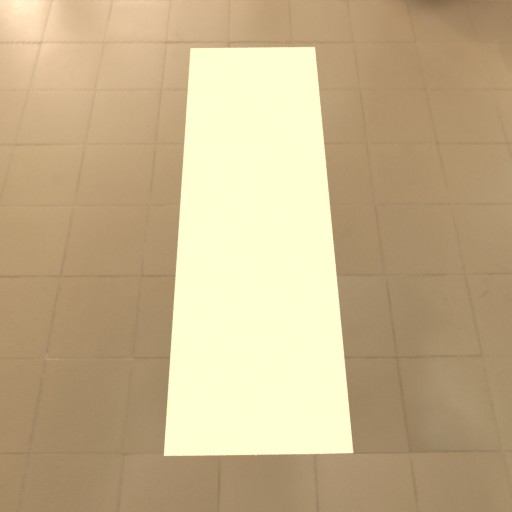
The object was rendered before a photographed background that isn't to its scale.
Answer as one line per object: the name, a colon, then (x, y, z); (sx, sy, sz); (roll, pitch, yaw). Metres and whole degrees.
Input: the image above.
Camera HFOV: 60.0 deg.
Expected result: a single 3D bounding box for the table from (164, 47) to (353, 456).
table: (0.000, 0.000, 1.834); (0.508, 0.769, 1.500); (-1, 66, 0)
